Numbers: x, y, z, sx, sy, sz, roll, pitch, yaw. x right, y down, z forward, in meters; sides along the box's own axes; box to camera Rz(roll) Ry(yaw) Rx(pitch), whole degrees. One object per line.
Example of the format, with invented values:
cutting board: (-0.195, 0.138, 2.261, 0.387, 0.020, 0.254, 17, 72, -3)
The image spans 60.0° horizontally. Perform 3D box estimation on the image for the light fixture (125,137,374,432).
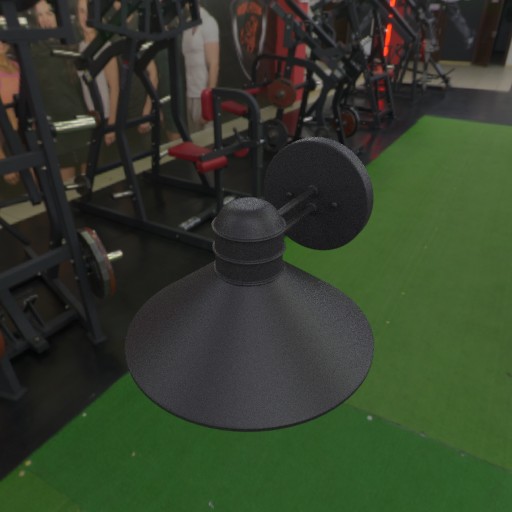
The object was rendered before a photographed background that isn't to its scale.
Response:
light fixture: (0.000, 0.000, 0.676, 0.396, 0.265, 0.434, 18, 34, 28)
